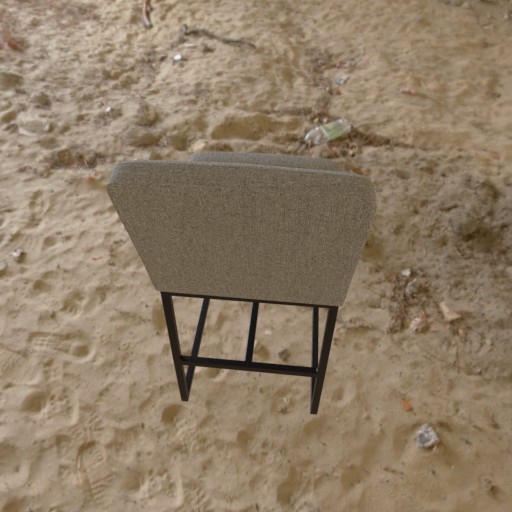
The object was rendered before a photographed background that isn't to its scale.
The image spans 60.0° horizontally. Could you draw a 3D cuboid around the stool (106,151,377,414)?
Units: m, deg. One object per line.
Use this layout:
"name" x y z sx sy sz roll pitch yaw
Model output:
"stool" 0.000 0.000 1.233 0.460 0.940 0.560 4 48 4
